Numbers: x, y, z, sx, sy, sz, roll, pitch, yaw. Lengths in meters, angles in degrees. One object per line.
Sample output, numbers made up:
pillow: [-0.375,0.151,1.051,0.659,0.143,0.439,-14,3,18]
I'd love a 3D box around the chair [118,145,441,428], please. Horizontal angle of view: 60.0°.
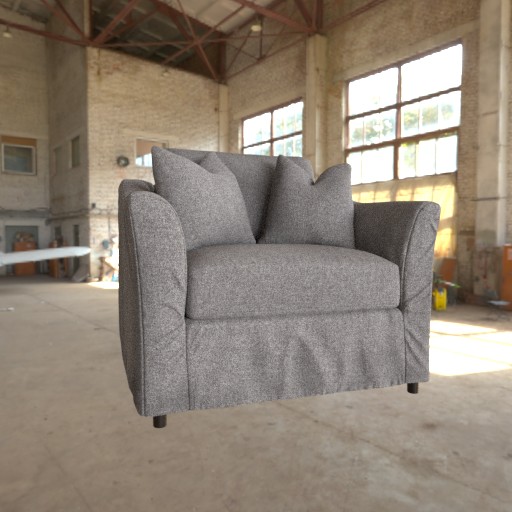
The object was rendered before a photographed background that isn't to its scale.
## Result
chair: [0.000,0.000,2.041,1.194,1.059,1.071,-1,2,-19]
